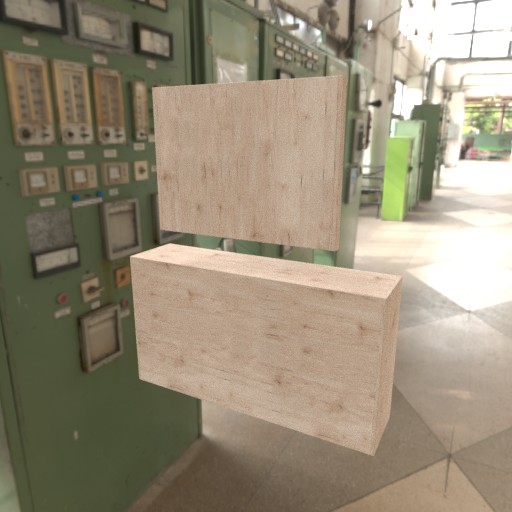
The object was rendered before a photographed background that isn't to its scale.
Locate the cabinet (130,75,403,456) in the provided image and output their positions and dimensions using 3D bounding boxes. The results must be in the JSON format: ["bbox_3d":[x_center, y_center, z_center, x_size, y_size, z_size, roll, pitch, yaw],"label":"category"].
[{"bbox_3d":[0.000,0.000,2.753,1.700,1.981,0.420,8,17,27],"label":"cabinet"}]
